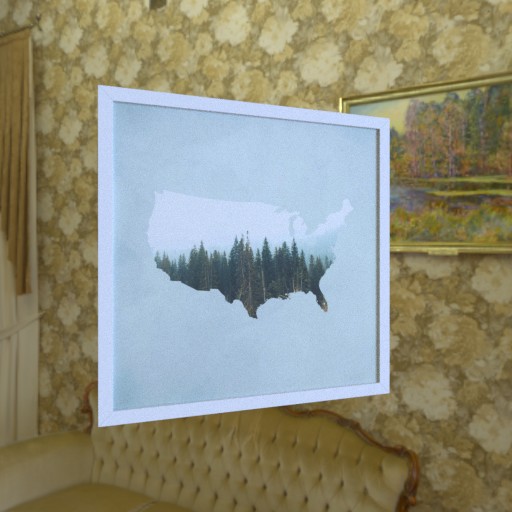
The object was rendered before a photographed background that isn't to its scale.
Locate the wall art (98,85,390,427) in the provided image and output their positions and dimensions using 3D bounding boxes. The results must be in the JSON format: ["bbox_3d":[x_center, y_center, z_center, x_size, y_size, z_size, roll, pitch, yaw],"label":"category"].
[{"bbox_3d":[0.000,0.000,0.454,0.304,0.304,0.024,0,0,-19],"label":"wall art"}]
